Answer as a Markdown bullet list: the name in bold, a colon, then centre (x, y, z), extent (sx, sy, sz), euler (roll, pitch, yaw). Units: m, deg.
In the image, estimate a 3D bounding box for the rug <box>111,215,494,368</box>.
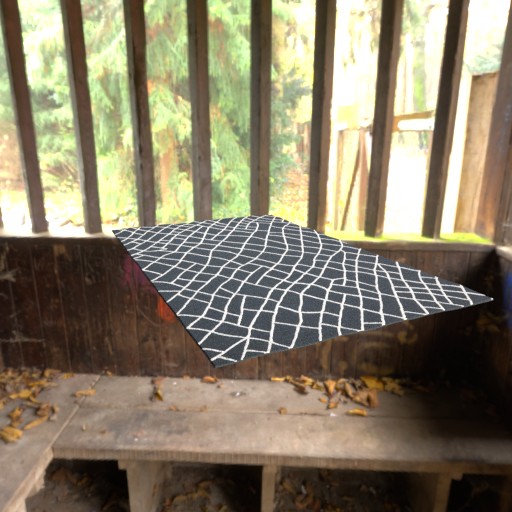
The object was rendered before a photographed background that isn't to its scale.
- **rug**: centre (0.000, 0.000, 3.005), extent (1.529, 0.017, 2.448), euler (-8, 18, -25)
